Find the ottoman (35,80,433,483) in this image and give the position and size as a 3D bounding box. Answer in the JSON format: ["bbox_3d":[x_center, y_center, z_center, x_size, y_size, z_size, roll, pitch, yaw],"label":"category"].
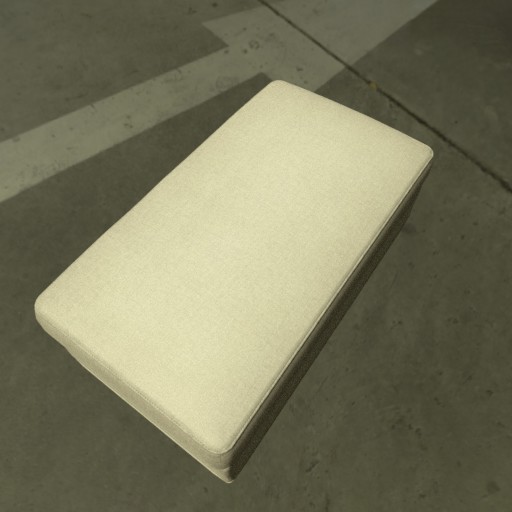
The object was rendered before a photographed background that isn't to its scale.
[{"bbox_3d":[0.000,0.000,1.371,0.617,0.461,1.097,31,63,18],"label":"ottoman"}]
